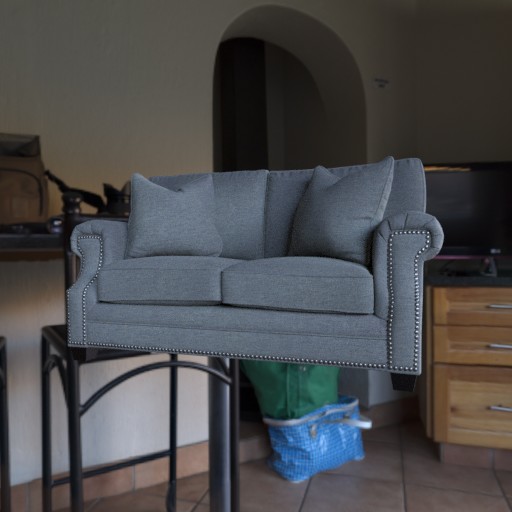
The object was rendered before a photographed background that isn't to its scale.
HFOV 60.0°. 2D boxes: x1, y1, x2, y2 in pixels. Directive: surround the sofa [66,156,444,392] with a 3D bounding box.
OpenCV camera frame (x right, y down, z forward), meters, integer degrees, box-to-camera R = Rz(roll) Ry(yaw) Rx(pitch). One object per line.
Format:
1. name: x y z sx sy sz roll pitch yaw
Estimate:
1. sofa: 0.000 0.000 2.236 1.701 0.966 0.966 0 0 19
